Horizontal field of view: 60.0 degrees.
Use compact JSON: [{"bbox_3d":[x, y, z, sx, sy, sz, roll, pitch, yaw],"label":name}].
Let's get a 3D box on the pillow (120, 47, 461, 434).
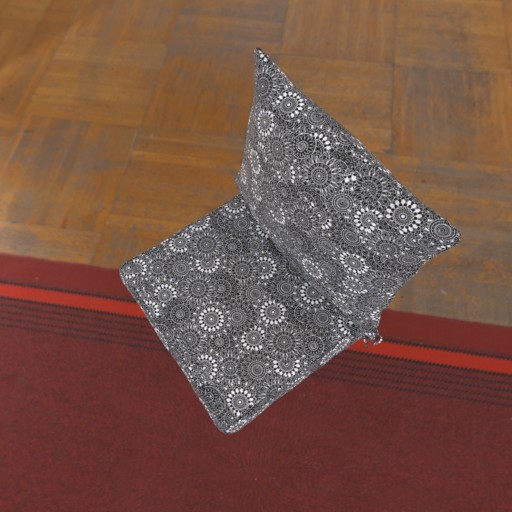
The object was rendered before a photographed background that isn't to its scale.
[{"bbox_3d":[0.000,0.000,1.342,0.740,0.722,0.798,-33,68,-15],"label":"pillow"}]
